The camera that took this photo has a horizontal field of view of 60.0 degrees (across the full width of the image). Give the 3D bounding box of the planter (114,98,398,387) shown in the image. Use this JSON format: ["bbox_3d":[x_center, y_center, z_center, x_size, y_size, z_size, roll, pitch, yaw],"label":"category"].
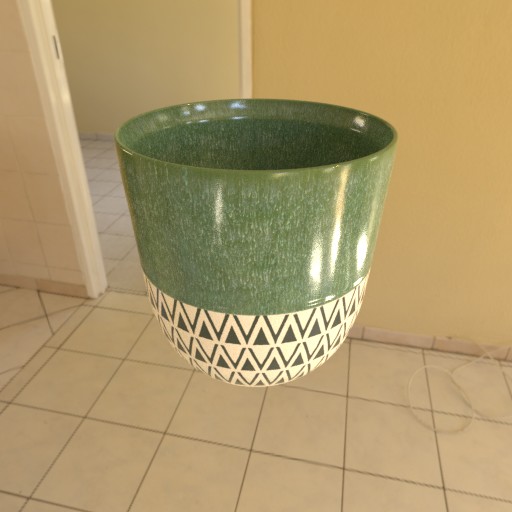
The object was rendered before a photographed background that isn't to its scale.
[{"bbox_3d":[0.000,0.000,0.367,0.195,0.214,0.195,0,30,0],"label":"planter"}]
